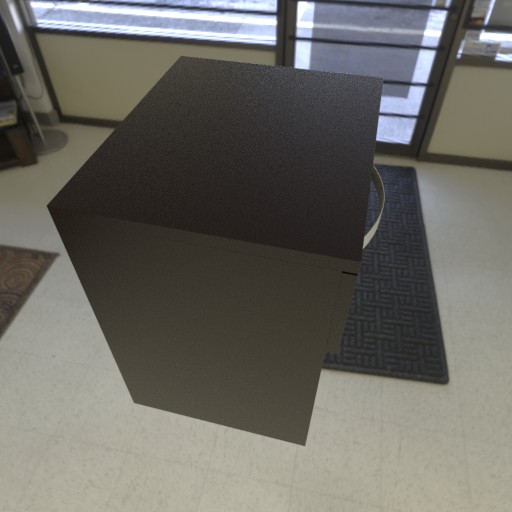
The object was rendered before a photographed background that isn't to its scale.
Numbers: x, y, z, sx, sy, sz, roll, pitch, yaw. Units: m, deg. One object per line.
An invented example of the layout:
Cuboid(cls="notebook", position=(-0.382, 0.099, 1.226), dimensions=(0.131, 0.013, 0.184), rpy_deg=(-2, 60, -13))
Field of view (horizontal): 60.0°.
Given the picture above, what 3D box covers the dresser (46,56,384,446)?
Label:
Cuboid(cls="dresser", position=(0.000, 0.000, 0.746), dimensions=(0.360, 0.470, 0.400), rpy_deg=(10, 47, 10))
